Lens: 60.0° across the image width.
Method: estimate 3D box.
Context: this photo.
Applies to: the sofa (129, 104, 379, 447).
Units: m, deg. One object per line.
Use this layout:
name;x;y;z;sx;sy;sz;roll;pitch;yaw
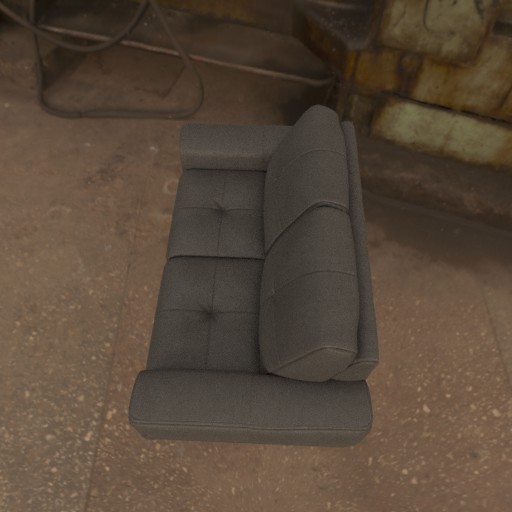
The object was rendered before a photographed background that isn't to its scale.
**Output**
sofa;0.000;0.000;2.323;1.018;0.907;1.806;2;58;1
